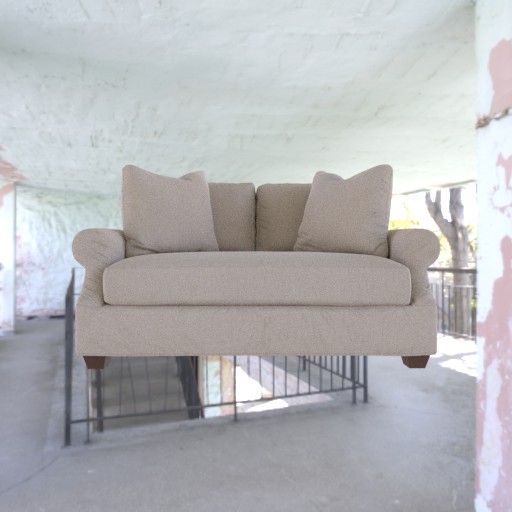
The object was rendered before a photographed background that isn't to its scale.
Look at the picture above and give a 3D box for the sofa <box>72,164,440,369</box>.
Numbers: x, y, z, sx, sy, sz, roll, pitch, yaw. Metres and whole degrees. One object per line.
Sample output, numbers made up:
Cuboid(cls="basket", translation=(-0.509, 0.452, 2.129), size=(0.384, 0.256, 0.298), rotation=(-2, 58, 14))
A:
Cuboid(cls="sofa", translation=(0.000, 0.000, 2.236), size=(1.550, 0.905, 1.070), rotation=(0, 0, 0))
